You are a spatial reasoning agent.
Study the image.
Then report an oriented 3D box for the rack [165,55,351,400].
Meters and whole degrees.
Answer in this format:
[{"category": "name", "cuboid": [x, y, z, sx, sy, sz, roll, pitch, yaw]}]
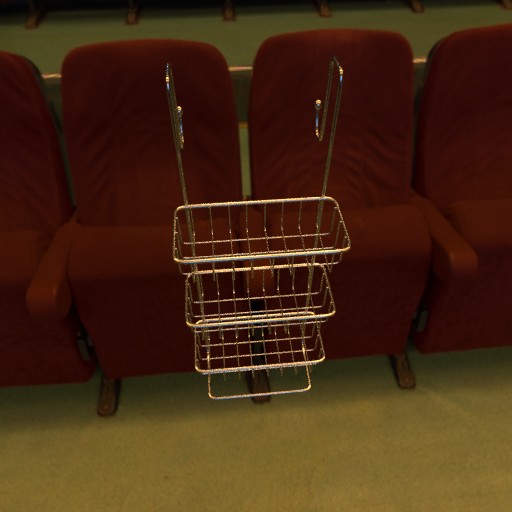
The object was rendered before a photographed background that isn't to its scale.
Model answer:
[{"category": "rack", "cuboid": [0.000, 0.000, 0.691, 0.228, 0.574, 0.202, -4, 47, -4]}]
